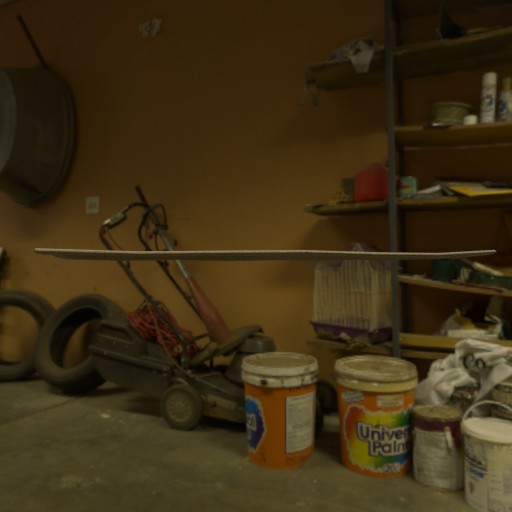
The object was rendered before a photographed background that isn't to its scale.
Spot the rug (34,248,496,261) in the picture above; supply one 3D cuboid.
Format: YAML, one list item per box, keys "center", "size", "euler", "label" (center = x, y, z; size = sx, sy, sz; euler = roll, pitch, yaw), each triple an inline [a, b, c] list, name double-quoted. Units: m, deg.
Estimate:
- center: [0.000, 0.000, 2.917]
  size: [2.430, 0.053, 1.553]
  euler: [0, -1, -19]
  label: "rug"
